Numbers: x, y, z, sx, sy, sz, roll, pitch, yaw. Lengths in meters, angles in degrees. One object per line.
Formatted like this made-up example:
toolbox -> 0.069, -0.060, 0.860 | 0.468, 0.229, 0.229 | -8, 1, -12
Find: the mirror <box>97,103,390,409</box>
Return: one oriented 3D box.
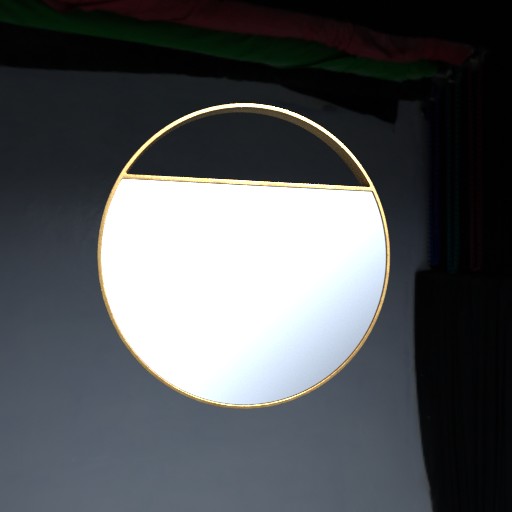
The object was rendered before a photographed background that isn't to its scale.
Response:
mirror -> 0.000, 0.000, 0.839 | 0.565, 0.565, 0.032 | 0, 0, -17
